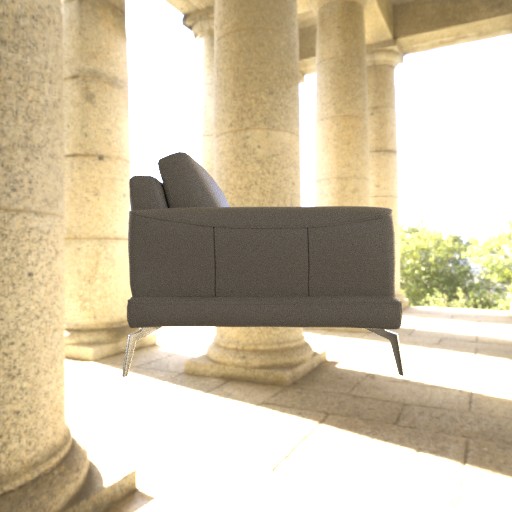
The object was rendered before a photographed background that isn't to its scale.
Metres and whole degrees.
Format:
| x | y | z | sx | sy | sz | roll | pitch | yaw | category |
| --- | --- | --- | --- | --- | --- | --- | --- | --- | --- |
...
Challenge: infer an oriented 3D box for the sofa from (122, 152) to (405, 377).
| x | y | z | sx | sy | sz | roll | pitch | yaw | category |
| --- | --- | --- | --- | --- | --- | --- | --- | --- | --- |
| 0.000 | 0.000 | 2.769 | 1.121 | 0.930 | 2.177 | 0 | 0 | -2 | sofa |
